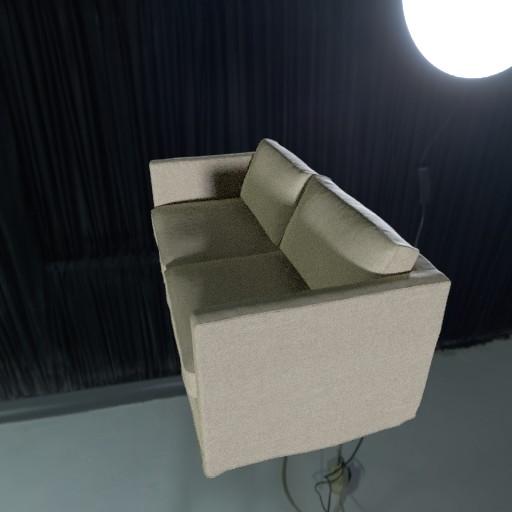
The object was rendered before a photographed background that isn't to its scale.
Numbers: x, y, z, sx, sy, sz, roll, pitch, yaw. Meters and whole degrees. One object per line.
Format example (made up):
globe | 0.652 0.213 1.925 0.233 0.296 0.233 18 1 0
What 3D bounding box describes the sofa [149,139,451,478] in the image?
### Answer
sofa | 0.000 0.000 2.299 0.956 0.828 1.766 -8 30 -14
